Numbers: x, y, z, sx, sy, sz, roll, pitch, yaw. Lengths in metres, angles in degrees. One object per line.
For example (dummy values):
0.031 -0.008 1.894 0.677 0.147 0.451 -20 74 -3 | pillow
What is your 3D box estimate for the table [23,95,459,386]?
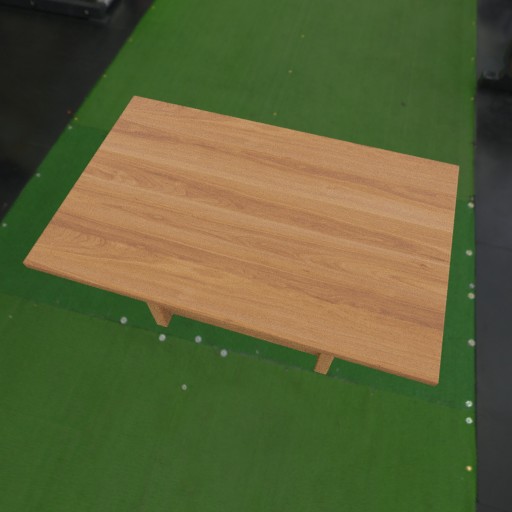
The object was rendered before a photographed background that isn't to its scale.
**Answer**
0.000 0.000 1.500 1.100 0.510 0.700 15 60 9 | table
